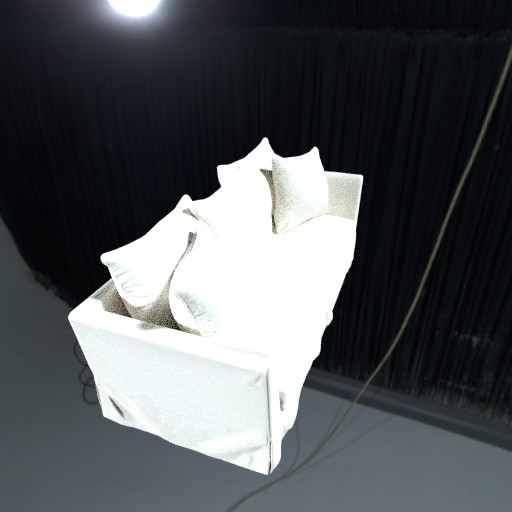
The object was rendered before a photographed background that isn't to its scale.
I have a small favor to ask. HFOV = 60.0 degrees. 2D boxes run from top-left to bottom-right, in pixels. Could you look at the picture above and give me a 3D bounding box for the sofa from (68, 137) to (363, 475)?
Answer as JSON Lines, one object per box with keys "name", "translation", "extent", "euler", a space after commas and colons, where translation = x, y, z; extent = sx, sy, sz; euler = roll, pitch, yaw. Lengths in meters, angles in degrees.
{"name": "sofa", "translation": [0.000, 0.000, 2.881], "extent": [1.031, 1.034, 2.290], "euler": [11, 32, 18]}
